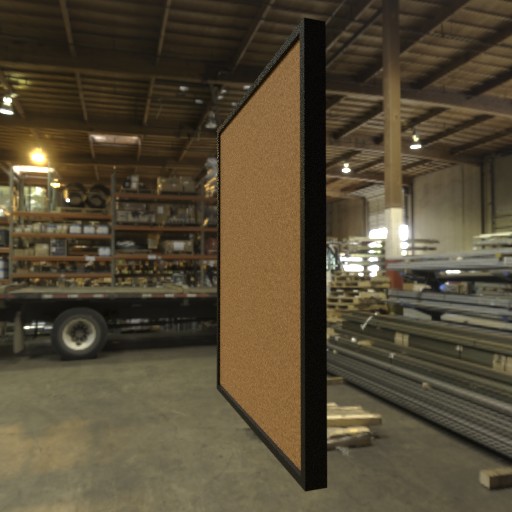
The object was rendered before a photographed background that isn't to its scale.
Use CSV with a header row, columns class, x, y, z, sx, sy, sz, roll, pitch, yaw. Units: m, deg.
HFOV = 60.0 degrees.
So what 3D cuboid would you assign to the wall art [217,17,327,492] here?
class,x,y,z,sx,sy,sz,roll,pitch,yaw
wall art,0.000,0.000,0.743,0.029,0.559,0.457,0,-1,-18
